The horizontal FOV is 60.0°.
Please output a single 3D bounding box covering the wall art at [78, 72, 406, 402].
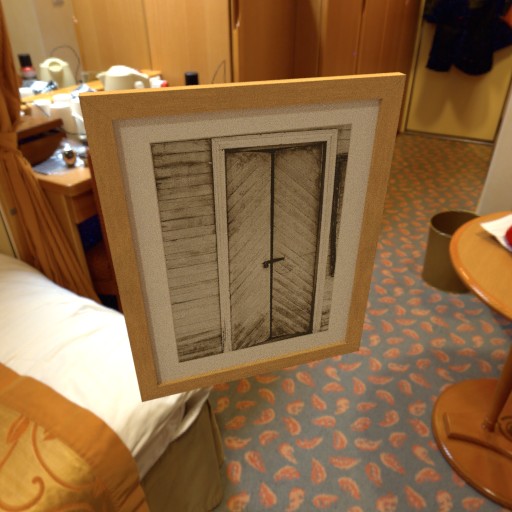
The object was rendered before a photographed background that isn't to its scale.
[{"bbox_3d":[0.000,0.000,0.757,0.460,0.561,0.020,-9,34,-14],"label":"wall art"}]
